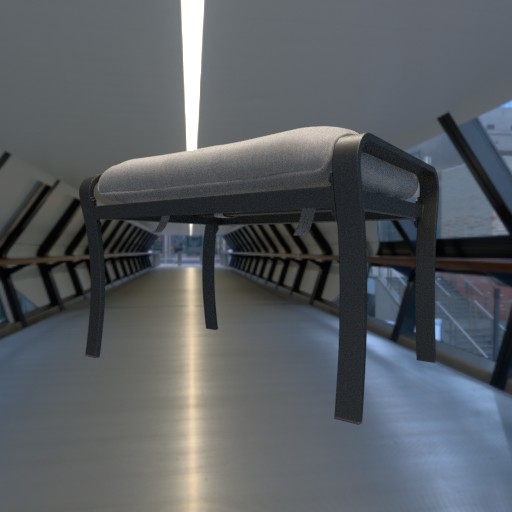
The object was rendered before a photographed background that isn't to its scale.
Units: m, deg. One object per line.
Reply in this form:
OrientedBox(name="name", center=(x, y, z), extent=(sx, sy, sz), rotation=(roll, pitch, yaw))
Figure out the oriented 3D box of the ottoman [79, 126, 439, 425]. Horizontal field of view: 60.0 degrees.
OrientedBox(name="ottoman", center=(0.000, 0.000, 0.902), extent=(0.610, 0.422, 0.406), rotation=(1, 2, 36))
